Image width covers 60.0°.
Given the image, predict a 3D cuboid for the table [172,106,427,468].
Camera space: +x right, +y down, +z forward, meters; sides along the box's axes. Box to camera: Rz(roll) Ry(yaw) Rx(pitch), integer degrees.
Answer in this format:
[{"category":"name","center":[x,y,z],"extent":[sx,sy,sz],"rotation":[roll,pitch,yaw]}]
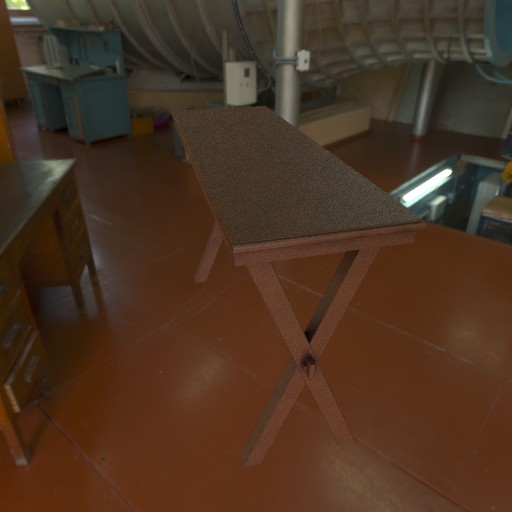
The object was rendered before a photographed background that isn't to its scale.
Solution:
[{"category":"table","center":[0.000,0.000,1.537],"extent":[0.399,0.763,1.197],"rotation":[-7,31,-13]}]
